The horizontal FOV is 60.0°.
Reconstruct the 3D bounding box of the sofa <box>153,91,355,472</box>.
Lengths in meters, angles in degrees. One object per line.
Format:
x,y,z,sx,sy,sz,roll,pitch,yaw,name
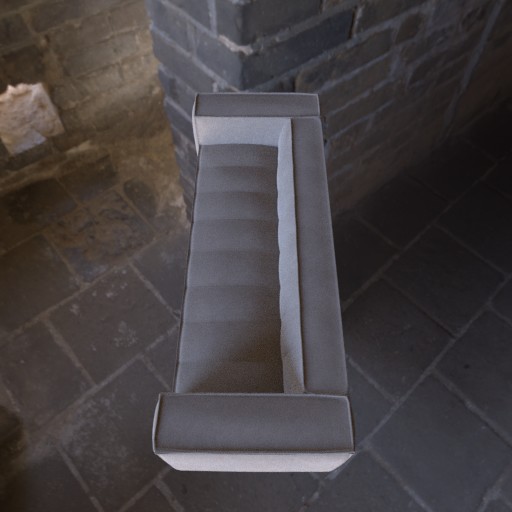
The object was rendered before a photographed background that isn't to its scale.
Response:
0.000,0.000,3.089,1.038,0.680,2.697,0,58,0,sofa
